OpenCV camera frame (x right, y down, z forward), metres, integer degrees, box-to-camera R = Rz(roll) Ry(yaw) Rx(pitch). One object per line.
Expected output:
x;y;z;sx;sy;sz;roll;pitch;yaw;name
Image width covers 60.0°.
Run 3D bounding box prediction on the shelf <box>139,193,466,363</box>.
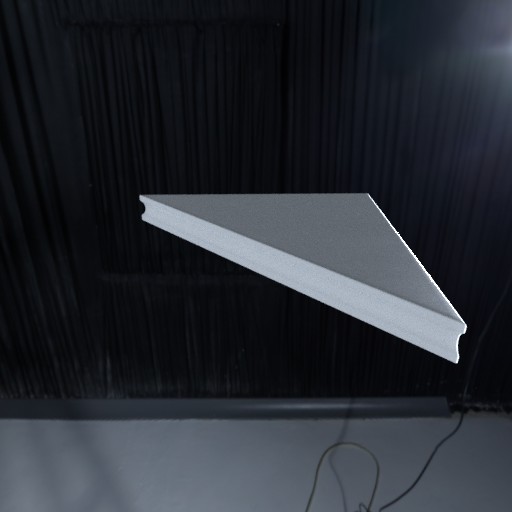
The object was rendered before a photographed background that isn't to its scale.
0.000;0.000;0.449;0.296;0.035;0.296;0;26;-1;shelf
